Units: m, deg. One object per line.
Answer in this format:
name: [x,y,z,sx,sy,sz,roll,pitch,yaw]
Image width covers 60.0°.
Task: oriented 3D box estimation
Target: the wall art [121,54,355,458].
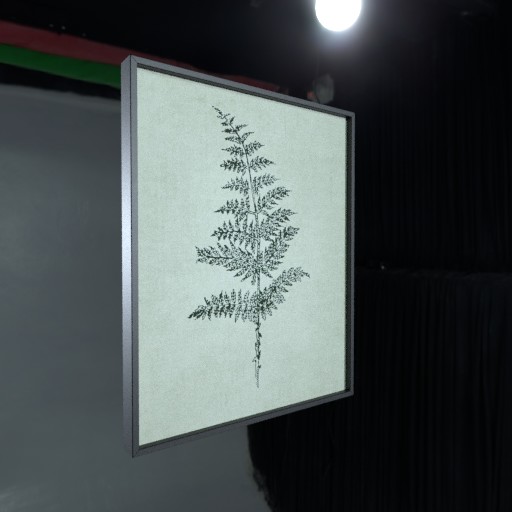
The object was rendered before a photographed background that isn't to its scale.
wall art: [0.000,0.000,0.755,0.449,0.555,0.039,-1,1,-36]
